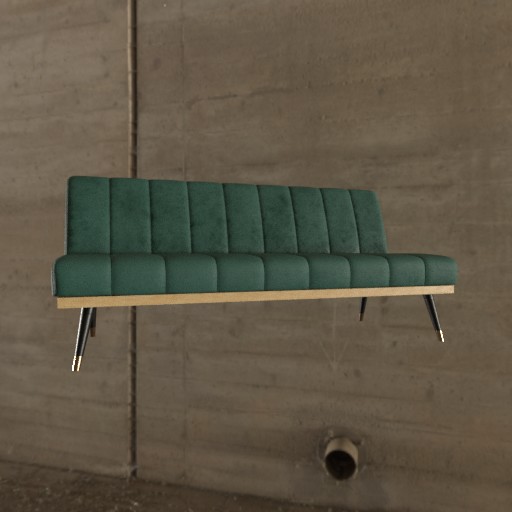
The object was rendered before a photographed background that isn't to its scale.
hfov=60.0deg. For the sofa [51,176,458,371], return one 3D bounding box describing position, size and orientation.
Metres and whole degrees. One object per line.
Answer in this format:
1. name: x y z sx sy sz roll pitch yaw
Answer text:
1. sofa: 0.000 0.000 2.233 1.810 0.820 0.830 0 1 -19
